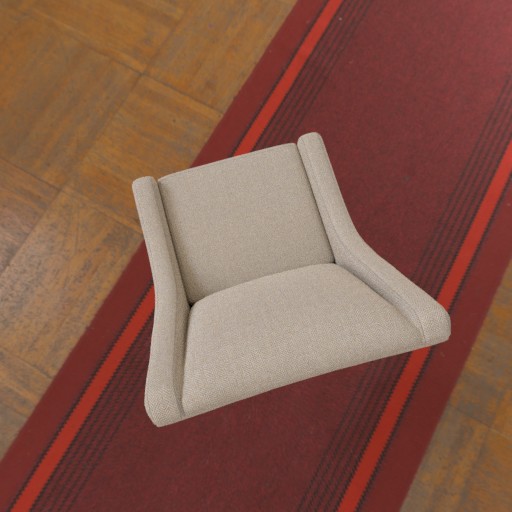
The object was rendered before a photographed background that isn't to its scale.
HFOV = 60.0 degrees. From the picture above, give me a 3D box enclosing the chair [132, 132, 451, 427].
[{"bbox_3d":[0.000,0.000,1.603,0.774,1.014,0.870,-16,78,-4],"label":"chair"}]
